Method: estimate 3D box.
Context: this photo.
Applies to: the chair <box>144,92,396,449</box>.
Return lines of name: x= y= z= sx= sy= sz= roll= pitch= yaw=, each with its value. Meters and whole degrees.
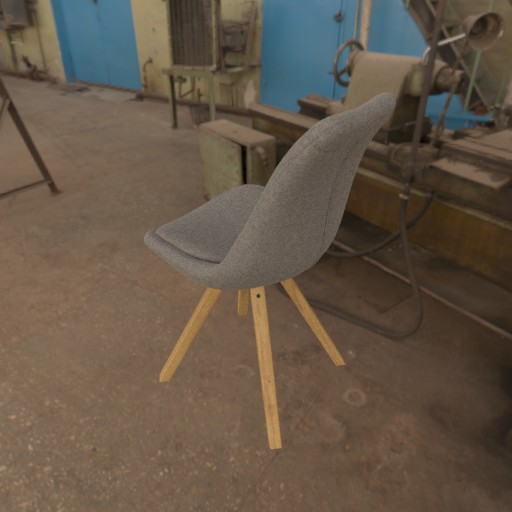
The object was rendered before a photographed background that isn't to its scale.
chair: x=0.000 y=0.000 z=1.196 sx=0.550 sy=0.865 sz=0.483 roll=21 pitch=38 yaw=30
